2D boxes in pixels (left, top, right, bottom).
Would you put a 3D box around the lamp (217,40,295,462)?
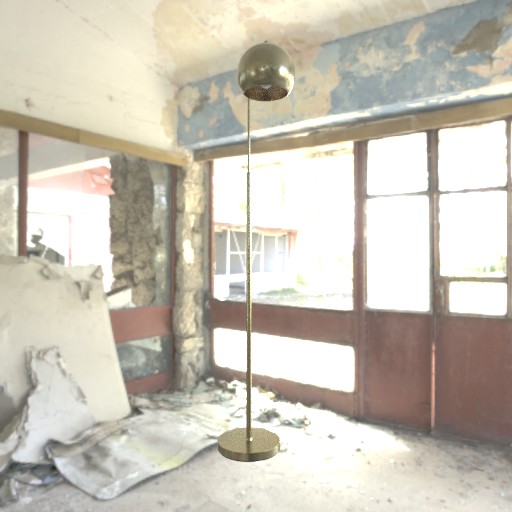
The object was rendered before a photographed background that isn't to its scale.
[{"bbox_3d":[0.000,0.000,1.678,0.250,1.526,0.431,0,0,-18],"label":"lamp"}]
